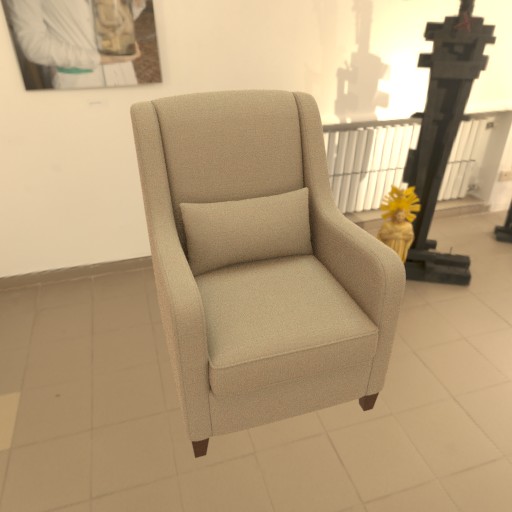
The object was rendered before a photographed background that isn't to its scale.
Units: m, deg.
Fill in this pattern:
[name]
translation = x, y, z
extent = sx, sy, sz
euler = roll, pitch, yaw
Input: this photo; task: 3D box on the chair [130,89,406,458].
[chair]
translation = 0.000, 0.000, 1.628
extent = 0.715, 1.017, 0.896
euler = -9, 32, -15
